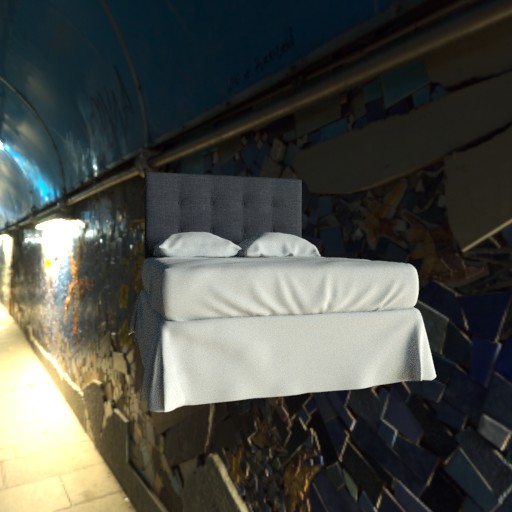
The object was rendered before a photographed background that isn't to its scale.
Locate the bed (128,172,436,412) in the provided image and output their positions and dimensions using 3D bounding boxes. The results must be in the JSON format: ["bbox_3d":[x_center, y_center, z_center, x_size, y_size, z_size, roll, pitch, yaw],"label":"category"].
[{"bbox_3d":[0.000,0.000,3.566,1.936,1.577,2.222,0,1,-17],"label":"bed"}]
